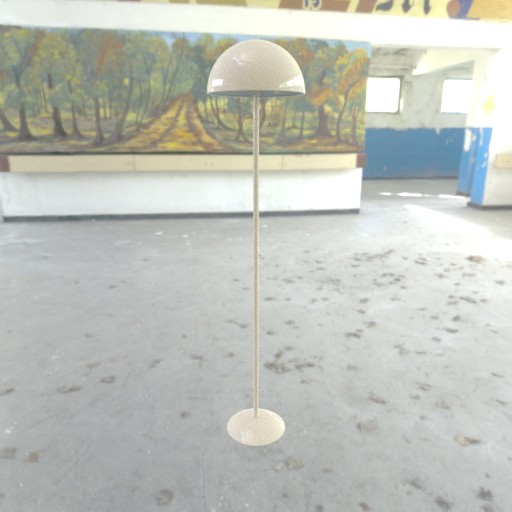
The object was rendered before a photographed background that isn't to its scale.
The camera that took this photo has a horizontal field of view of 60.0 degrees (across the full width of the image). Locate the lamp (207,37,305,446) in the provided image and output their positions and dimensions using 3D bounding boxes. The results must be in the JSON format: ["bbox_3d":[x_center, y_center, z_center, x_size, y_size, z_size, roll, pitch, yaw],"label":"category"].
[{"bbox_3d":[0.000,0.000,1.646,0.328,1.480,0.328,-2,16,-8],"label":"lamp"}]
